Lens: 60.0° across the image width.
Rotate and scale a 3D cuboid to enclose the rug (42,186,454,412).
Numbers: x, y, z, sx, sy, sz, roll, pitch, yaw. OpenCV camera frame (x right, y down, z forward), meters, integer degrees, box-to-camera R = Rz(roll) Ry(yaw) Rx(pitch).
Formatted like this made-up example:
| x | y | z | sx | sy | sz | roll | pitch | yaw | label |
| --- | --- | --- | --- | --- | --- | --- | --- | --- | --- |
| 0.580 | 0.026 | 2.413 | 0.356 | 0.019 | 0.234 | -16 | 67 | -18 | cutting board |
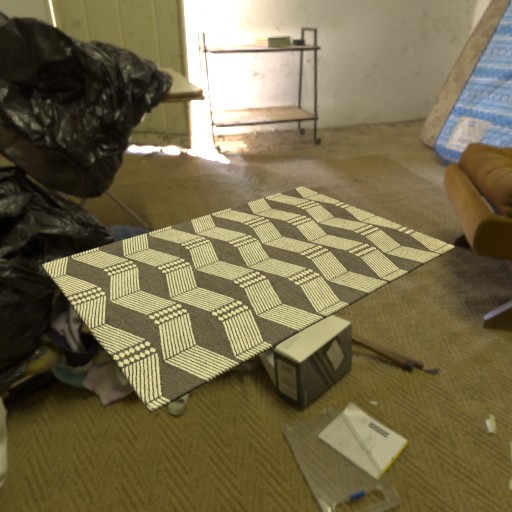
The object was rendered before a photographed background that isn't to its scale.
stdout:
| x | y | z | sx | sy | sz | roll | pitch | yaw | label |
| --- | --- | --- | --- | --- | --- | --- | --- | --- | --- |
| 0.000 | 0.000 | 2.341 | 1.833 | 0.016 | 1.210 | -21 | 35 | -33 | rug |
